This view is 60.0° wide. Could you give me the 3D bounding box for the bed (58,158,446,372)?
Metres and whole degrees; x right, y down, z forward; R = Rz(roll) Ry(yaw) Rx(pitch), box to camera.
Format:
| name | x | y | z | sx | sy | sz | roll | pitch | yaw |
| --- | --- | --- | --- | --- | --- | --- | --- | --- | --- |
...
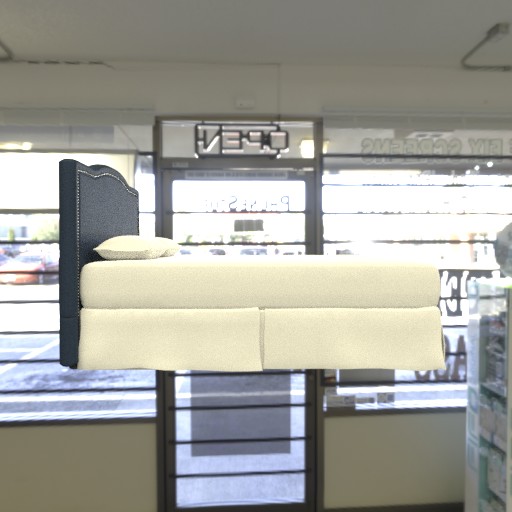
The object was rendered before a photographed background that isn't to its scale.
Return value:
| name | x | y | z | sx | sy | sz | roll | pitch | yaw |
| --- | --- | --- | --- | --- | --- | --- | --- | --- | --- |
| bed | 0.000 | 0.000 | 3.644 | 2.507 | 1.441 | 1.741 | 0 | 2 | -1 |
